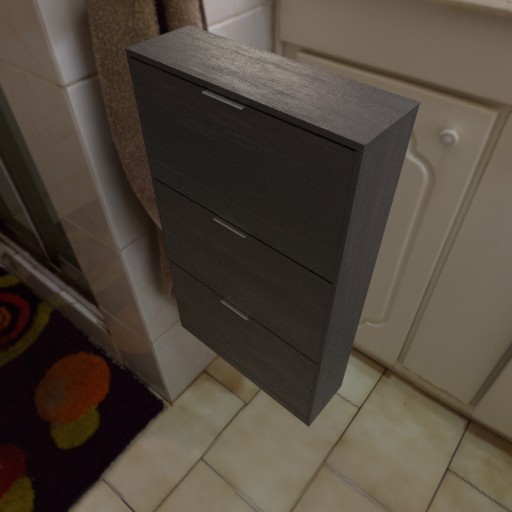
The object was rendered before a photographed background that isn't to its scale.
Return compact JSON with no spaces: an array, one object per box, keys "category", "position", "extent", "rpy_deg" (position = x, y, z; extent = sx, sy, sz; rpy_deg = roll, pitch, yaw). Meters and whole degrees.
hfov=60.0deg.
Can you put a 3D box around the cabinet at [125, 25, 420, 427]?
[{"category":"cabinet","position":[0.000,0.000,1.545],"extent":[0.750,1.280,0.250],"rpy_deg":[32,53,27]}]
